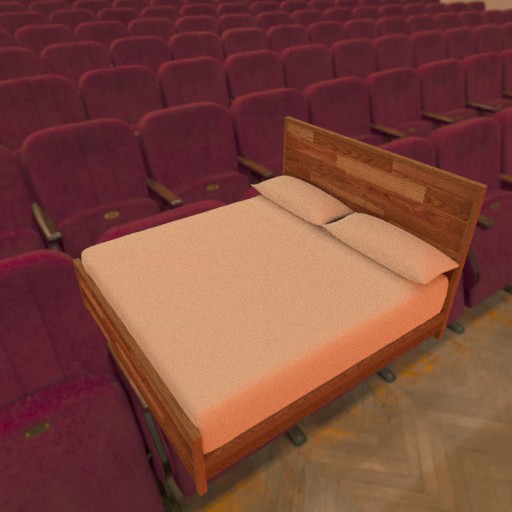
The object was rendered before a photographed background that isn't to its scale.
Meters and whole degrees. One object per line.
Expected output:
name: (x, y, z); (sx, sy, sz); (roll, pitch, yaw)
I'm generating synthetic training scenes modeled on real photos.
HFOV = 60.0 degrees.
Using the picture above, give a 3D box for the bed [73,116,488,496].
bed: (0.000, 0.000, 3.318); (2.184, 1.295, 2.013); (-21, 38, -29)
